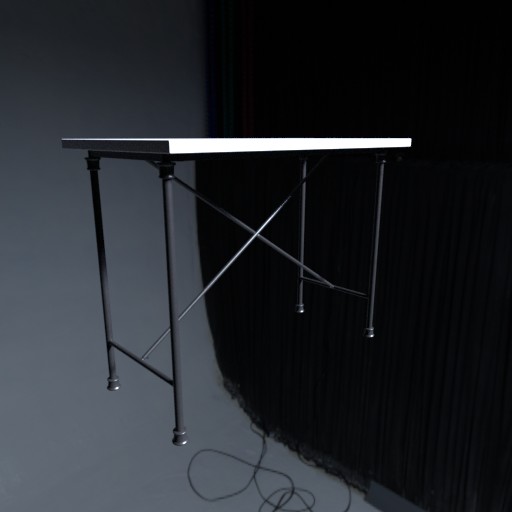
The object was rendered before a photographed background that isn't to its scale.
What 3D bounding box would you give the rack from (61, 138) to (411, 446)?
[{"bbox_3d":[0.000,0.000,1.723,1.159,0.880,0.613,-14,21,-43],"label":"rack"}]
